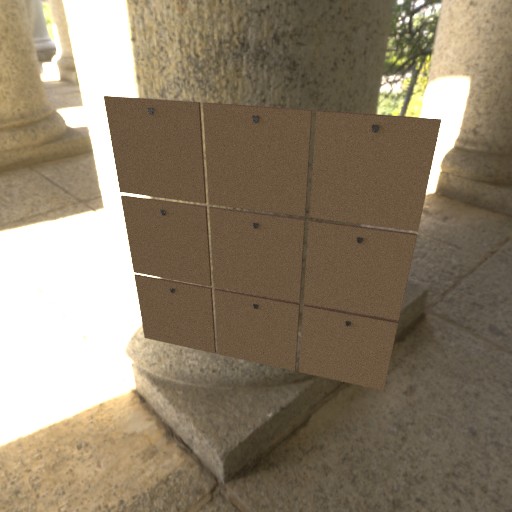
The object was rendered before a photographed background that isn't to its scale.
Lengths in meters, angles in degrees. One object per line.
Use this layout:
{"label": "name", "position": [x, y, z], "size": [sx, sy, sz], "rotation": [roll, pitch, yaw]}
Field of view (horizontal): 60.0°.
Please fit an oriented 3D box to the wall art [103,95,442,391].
{"label": "wall art", "position": [0.000, 0.000, 1.860], "size": [1.221, 1.218, 0.019], "rotation": [9, 32, 14]}
